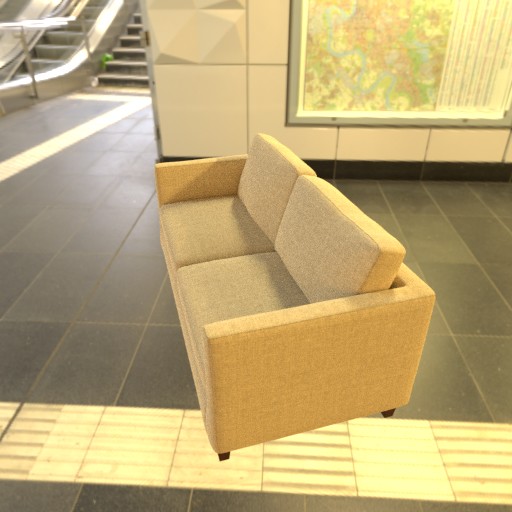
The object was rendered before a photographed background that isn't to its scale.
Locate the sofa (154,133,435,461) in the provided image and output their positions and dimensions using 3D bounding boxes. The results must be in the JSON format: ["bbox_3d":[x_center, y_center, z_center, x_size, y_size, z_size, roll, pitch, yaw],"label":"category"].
[{"bbox_3d":[0.000,0.000,2.512,0.950,0.963,1.884,-9,32,-14],"label":"sofa"}]
